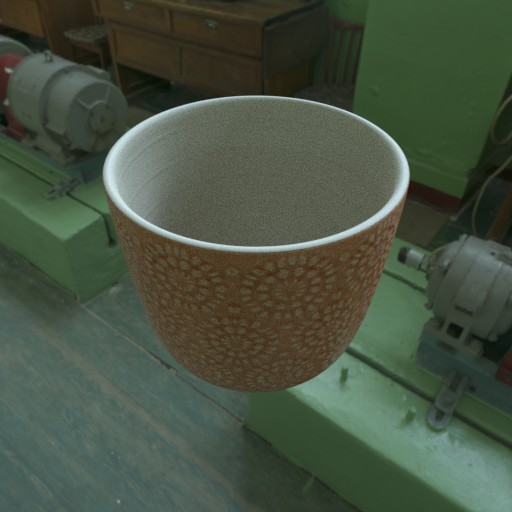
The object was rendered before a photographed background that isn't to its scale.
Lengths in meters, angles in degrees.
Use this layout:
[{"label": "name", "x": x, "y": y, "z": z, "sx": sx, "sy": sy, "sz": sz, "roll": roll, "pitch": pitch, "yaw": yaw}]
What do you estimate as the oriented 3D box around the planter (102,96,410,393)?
[{"label": "planter", "x": 0.000, "y": 0.000, "z": 0.371, "sx": 0.208, "sy": 0.190, "sz": 0.208, "roll": 0, "pitch": 42, "yaw": 0}]
